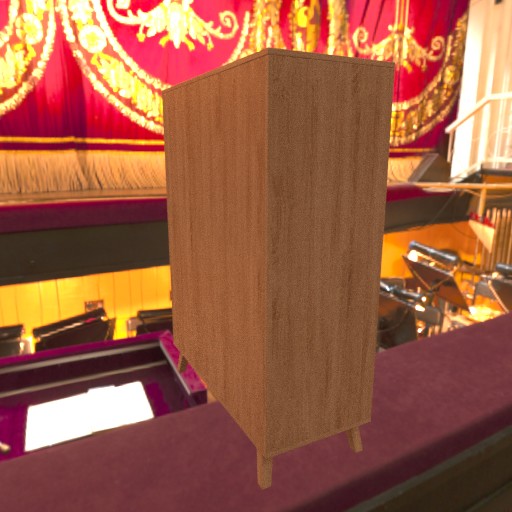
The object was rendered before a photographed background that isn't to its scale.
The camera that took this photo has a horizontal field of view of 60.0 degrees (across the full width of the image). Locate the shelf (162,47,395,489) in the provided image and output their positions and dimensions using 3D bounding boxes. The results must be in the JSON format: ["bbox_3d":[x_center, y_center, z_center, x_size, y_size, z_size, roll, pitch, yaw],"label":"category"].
[{"bbox_3d":[0.000,0.000,1.855,0.450,1.390,1.000,-7,15,-27],"label":"shelf"}]
